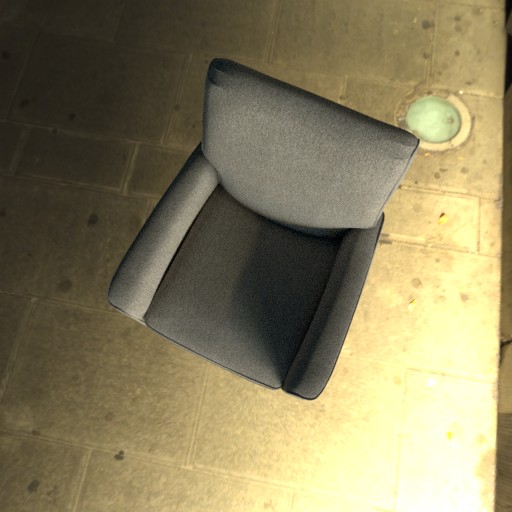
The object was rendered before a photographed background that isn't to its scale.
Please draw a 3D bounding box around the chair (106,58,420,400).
[{"bbox_3d":[0.000,0.000,1.688,0.841,1.028,0.858,24,76,6],"label":"chair"}]
